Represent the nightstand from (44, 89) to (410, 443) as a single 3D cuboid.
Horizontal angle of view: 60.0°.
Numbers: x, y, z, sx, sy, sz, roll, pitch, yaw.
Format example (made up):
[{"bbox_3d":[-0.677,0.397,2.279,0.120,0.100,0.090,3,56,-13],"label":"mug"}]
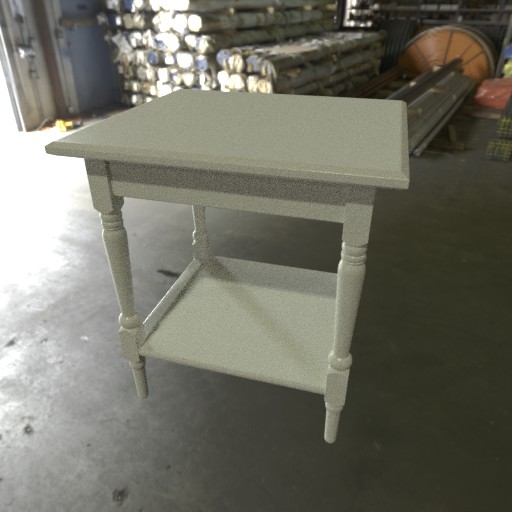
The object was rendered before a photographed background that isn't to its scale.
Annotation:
[{"bbox_3d":[0.000,0.000,0.906,0.505,0.555,0.459,8,31,14],"label":"nightstand"}]
